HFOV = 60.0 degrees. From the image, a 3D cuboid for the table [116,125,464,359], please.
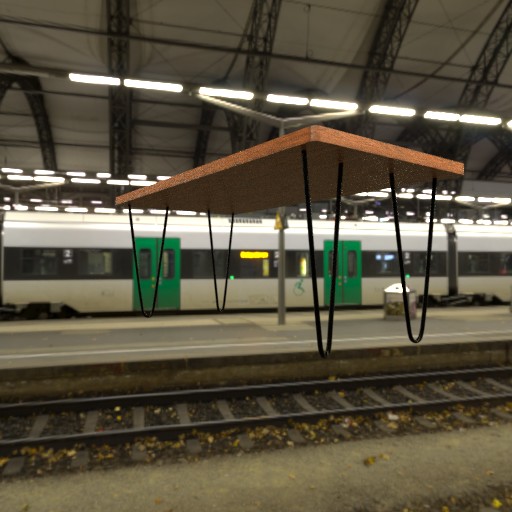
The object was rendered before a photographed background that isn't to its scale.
[{"bbox_3d":[0.000,0.000,2.319,0.883,0.753,1.791,1,-2,-37],"label":"table"}]
